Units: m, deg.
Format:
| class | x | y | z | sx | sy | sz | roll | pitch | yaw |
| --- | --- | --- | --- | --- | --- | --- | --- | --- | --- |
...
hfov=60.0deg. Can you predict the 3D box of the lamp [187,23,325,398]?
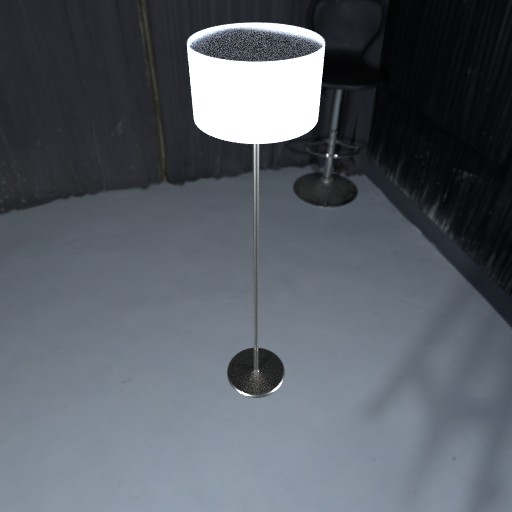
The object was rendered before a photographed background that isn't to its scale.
| class | x | y | z | sx | sy | sz | roll | pitch | yaw |
| --- | --- | --- | --- | --- | --- | --- | --- | --- | --- |
| lamp | 0.000 | 0.000 | 1.593 | 0.347 | 1.443 | 0.347 | -12 | 42 | -13 |
